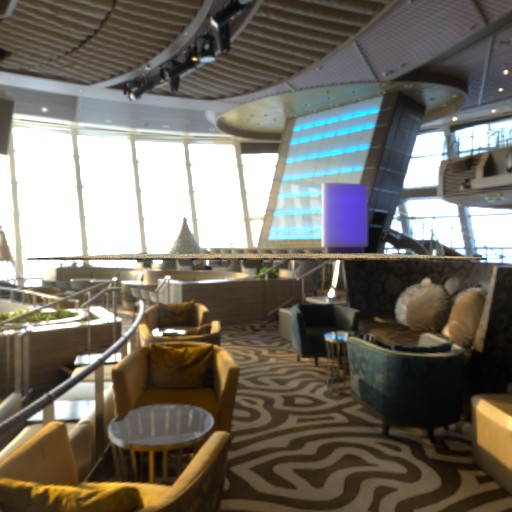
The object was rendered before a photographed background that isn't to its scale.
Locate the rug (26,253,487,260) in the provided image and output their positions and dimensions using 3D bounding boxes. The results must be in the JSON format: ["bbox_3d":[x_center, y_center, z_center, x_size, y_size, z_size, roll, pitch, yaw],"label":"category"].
[{"bbox_3d":[0.000,0.000,2.996,2.261,0.013,1.676,0,1,-1],"label":"rug"}]
